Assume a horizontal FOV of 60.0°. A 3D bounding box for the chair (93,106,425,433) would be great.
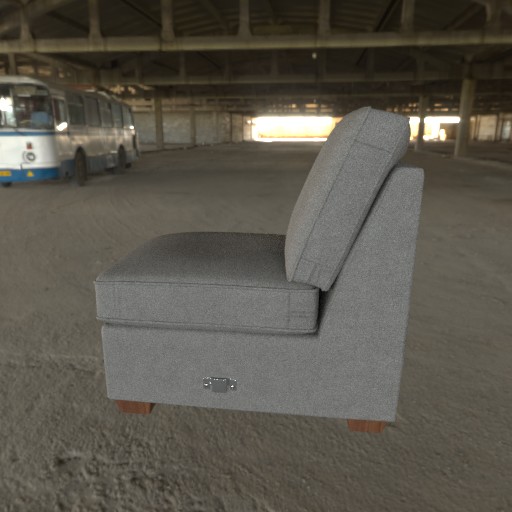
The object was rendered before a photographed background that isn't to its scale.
[{"bbox_3d":[0.000,0.000,1.545,0.938,0.970,0.621,2,16,7],"label":"chair"}]
